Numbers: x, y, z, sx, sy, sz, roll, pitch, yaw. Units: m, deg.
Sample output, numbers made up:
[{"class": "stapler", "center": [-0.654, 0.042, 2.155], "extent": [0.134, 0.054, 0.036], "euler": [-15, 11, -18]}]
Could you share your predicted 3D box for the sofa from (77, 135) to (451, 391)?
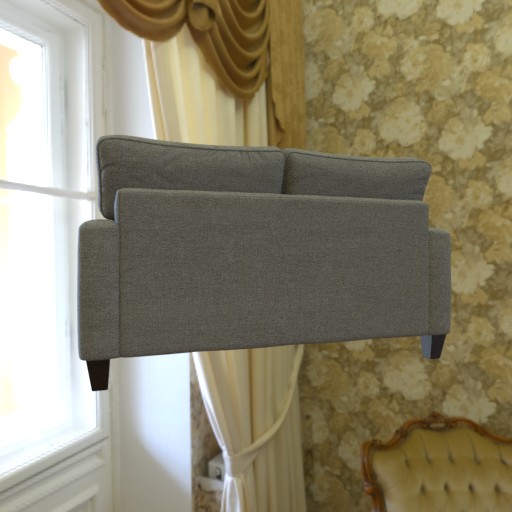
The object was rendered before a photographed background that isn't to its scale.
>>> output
[{"class": "sofa", "center": [0.000, 0.000, 2.252], "extent": [1.651, 0.965, 0.965], "euler": [0, 1, -19]}]
